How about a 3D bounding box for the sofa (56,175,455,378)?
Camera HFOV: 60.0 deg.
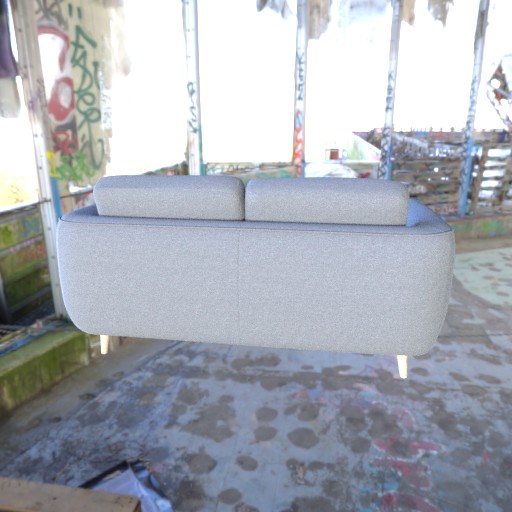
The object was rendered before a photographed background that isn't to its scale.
[{"bbox_3d":[0.000,0.000,2.204,1.700,0.850,0.920,3,17,8],"label":"sofa"}]
